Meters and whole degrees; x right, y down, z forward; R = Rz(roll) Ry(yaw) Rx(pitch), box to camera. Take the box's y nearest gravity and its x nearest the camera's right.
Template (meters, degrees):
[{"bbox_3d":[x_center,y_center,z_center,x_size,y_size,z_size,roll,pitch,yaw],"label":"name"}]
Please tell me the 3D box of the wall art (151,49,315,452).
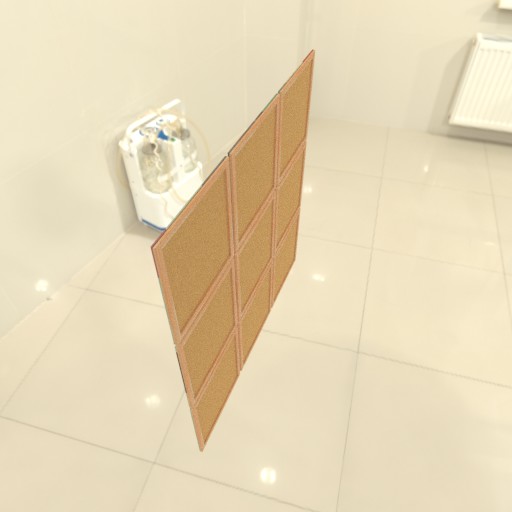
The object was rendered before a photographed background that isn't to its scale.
[{"bbox_3d":[0.000,0.000,1.826,0.013,1.220,1.216,17,48,15],"label":"wall art"}]
